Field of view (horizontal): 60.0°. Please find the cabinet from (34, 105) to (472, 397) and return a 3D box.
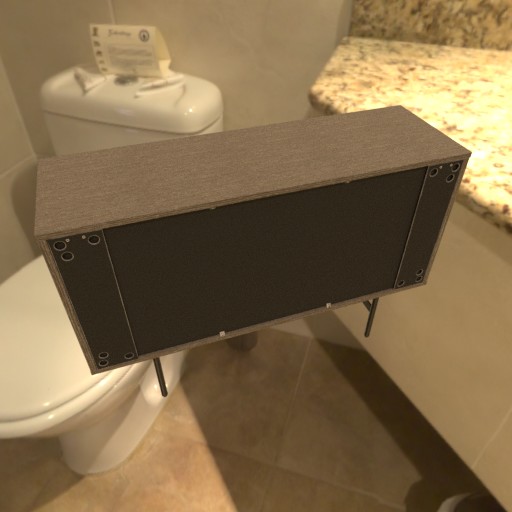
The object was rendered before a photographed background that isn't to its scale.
[{"bbox_3d":[0.000,0.000,1.542,1.194,0.787,0.405,-13,42,-14],"label":"cabinet"}]
